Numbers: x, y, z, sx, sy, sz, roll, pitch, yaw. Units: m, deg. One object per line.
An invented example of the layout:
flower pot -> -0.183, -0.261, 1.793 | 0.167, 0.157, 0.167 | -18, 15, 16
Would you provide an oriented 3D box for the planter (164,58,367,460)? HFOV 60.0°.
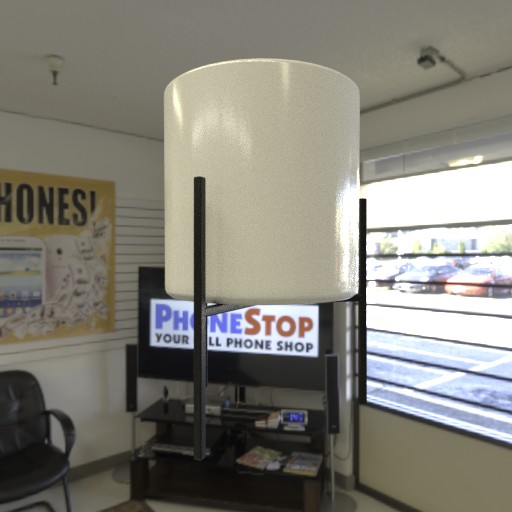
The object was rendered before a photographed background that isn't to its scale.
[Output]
planter -> 0.000, 0.000, 0.513 | 0.239, 0.356, 0.239 | 0, 0, -37
